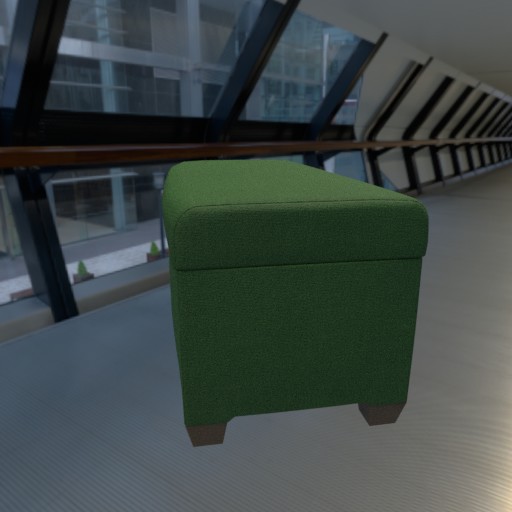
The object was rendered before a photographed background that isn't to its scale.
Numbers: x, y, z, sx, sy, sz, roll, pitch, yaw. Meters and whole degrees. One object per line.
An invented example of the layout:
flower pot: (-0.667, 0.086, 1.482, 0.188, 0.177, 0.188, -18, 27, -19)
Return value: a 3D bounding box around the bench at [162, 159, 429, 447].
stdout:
bench: (0.000, 0.000, 1.284, 0.505, 0.501, 0.989, -3, 16, -10)
